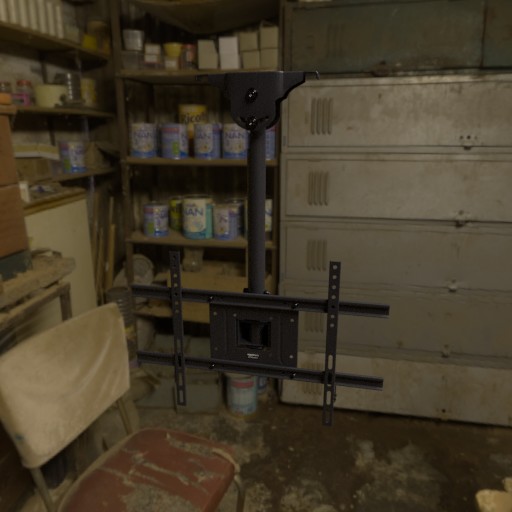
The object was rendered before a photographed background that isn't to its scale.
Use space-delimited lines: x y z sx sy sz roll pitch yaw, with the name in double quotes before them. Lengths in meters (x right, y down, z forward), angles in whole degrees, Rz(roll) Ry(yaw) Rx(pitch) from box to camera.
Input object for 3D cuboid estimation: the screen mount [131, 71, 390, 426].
"screen mount" 0.000 0.000 1.011 0.595 0.775 0.090 3 16 12
